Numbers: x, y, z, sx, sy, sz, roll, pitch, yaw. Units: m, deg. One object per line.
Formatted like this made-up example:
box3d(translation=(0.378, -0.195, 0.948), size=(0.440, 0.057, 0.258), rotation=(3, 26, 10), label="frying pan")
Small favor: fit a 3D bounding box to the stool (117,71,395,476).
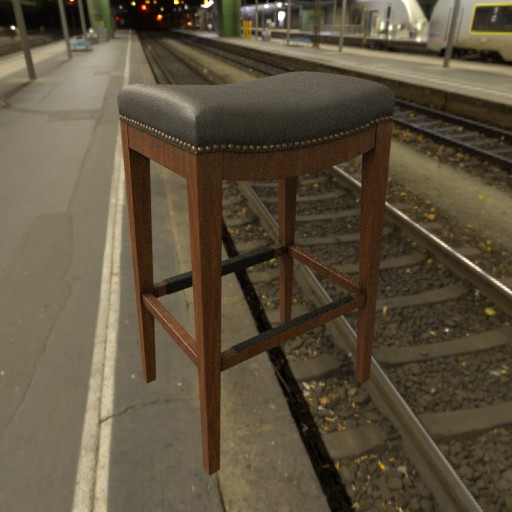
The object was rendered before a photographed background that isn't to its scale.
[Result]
box3d(translation=(0.000, 0.000, 1.030), size=(0.500, 0.765, 0.361), rotation=(-18, 33, -31), label="stool")
